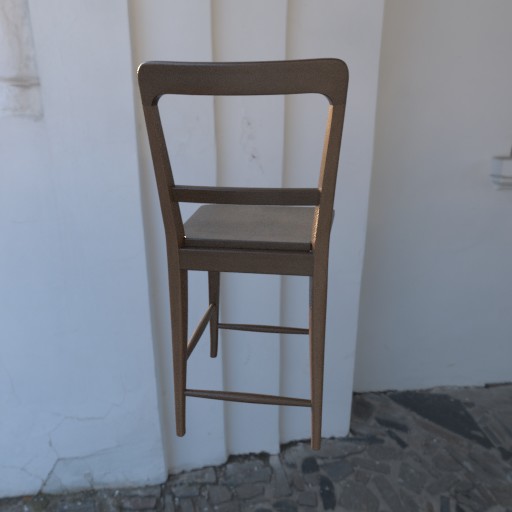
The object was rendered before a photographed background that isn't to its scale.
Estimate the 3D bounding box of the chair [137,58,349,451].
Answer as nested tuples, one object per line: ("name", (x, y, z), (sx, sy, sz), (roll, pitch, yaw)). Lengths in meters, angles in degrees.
("chair", (0.000, 0.000, 1.277), (0.450, 0.991, 0.546), (3, 18, 8))
